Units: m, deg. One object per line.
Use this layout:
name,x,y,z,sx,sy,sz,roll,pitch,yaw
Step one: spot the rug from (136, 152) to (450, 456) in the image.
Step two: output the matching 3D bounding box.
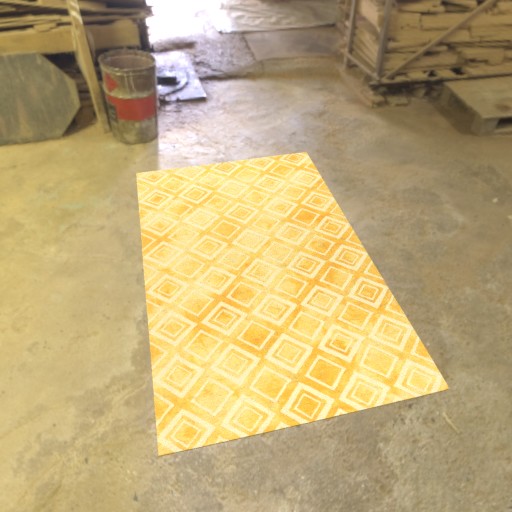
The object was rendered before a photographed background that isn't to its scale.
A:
rug,0.000,0.000,3.036,1.511,0.010,2.424,-9,45,-10
